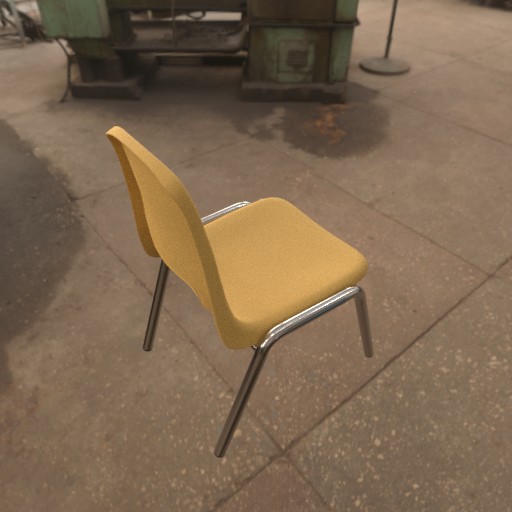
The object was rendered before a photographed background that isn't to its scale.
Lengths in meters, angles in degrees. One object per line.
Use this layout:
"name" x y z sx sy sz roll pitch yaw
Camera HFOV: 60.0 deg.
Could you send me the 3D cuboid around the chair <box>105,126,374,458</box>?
"chair" 0.000 0.000 0.841 0.423 0.586 0.354 -26 48 -27
